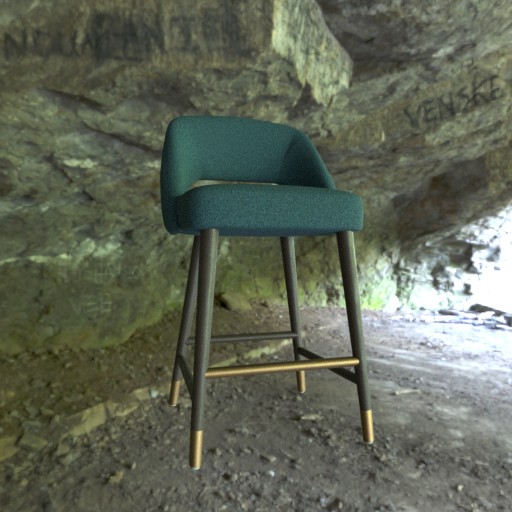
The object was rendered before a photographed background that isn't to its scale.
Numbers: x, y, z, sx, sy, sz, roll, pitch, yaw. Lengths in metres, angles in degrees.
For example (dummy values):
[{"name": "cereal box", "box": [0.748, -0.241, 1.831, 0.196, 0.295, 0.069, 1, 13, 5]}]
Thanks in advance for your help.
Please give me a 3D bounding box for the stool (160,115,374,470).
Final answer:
[{"name": "stool", "box": [0.000, 0.000, 1.282, 0.536, 0.939, 0.522, 0, 1, -17]}]
